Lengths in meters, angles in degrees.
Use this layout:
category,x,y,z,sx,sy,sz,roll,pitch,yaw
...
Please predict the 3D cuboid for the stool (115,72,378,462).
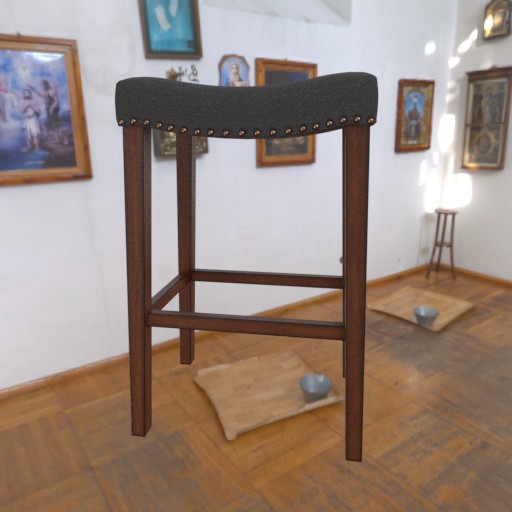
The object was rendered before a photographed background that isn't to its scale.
category,x,y,z,sx,sy,sz,roll,pitch,yaw
stool,0.000,0.000,1.025,0.502,0.760,0.366,3,15,9
